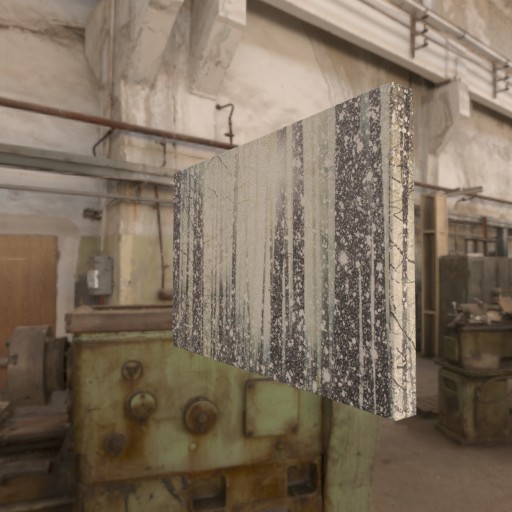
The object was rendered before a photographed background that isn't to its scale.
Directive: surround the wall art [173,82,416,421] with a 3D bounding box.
[{"bbox_3d":[0.000,0.000,0.781,0.042,0.398,0.618,1,-2,-35],"label":"wall art"}]
